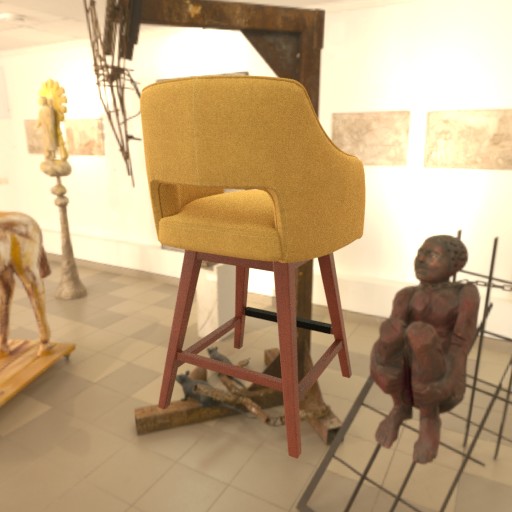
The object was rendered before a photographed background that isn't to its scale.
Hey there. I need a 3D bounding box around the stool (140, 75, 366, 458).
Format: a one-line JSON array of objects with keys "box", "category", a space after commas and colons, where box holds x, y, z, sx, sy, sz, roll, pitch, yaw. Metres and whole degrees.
[{"box": [0.000, 0.000, 1.292, 0.548, 0.924, 0.558, 8, 18, 28], "category": "stool"}]
